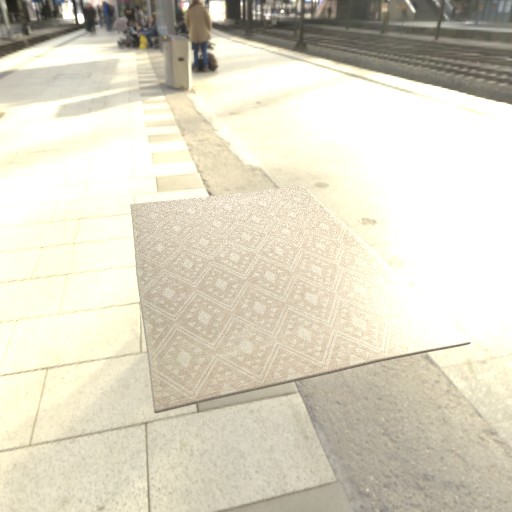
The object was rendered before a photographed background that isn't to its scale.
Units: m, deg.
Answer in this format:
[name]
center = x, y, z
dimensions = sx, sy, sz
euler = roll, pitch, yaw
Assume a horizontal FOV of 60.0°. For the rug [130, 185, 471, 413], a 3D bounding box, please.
[rug]
center = 0.000, 0.000, 2.374
dimensions = 1.252, 0.034, 1.829
euler = -8, 30, -14
